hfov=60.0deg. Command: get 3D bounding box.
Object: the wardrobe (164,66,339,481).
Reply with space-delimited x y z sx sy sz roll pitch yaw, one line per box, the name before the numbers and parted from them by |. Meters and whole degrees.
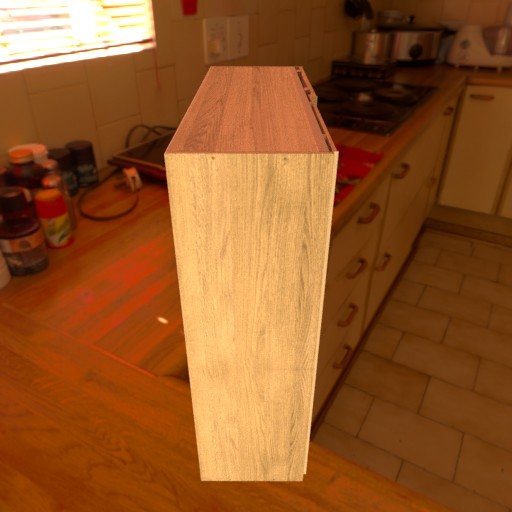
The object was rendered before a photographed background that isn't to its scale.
wardrobe | 0.000 0.000 2.800 0.629 1.960 1.780 0 32 0
